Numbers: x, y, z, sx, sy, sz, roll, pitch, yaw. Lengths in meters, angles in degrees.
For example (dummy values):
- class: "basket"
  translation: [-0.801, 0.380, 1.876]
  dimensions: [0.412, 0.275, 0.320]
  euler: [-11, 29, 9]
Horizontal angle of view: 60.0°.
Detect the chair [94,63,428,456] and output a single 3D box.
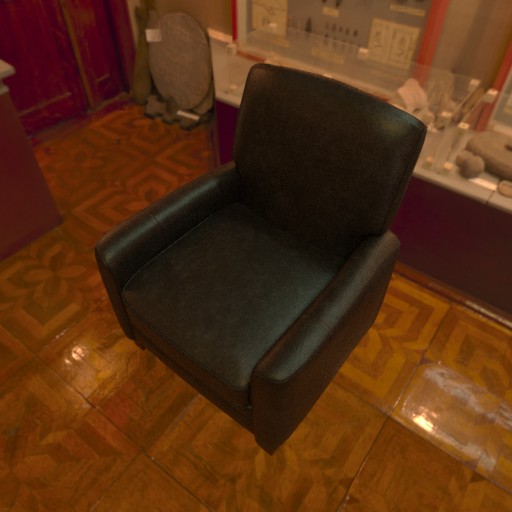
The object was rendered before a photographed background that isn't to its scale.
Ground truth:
- class: "chair"
  translation: [0.000, 0.000, 1.594]
  dimensions: [0.848, 1.014, 0.864]
  euler: [31, 54, 25]
